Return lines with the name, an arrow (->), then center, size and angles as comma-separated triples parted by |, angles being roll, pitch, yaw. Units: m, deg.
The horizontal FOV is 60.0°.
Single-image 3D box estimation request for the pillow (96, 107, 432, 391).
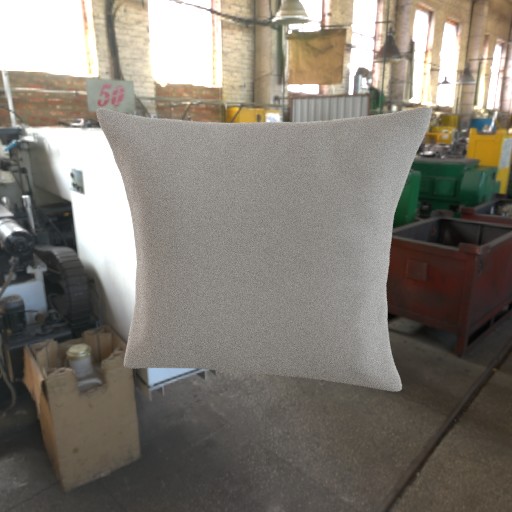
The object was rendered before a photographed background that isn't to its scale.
pillow -> 0.000, 0.000, 0.798 | 0.552, 0.508, 0.166 | 3, 17, 8
